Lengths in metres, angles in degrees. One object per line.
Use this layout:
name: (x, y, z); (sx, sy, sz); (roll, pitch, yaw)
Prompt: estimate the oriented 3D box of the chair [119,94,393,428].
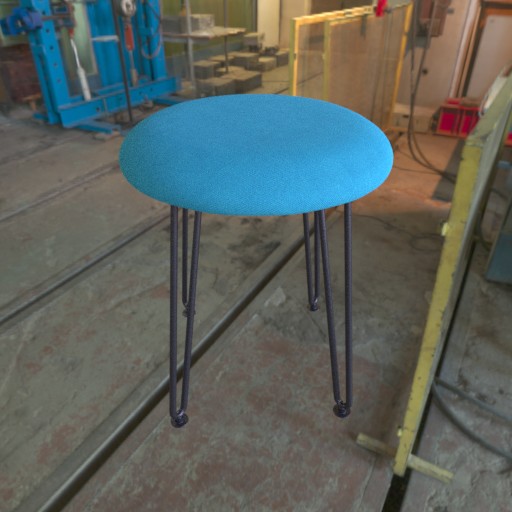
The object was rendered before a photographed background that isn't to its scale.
chair: (0.000, 0.000, 0.678); (0.350, 0.430, 0.350); (-9, 34, -13)
